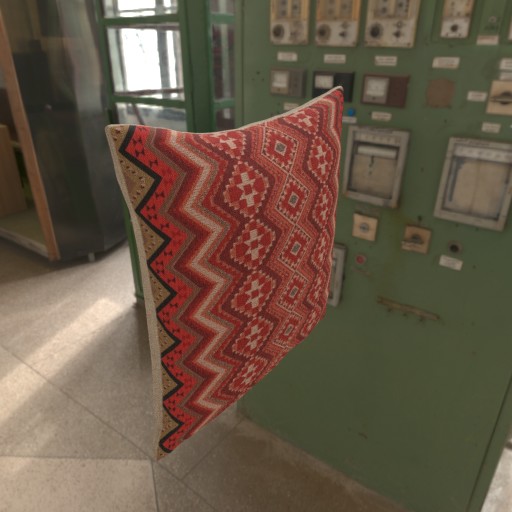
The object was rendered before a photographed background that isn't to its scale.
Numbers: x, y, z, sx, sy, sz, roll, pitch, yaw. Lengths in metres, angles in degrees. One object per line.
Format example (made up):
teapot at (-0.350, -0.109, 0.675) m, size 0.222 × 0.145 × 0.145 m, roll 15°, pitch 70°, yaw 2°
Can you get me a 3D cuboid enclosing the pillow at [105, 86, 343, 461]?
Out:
pillow at (0.000, 0.000, 0.758) m, size 0.158 × 0.511 × 0.513 m, roll 19°, pitch 32°, yaw 34°
